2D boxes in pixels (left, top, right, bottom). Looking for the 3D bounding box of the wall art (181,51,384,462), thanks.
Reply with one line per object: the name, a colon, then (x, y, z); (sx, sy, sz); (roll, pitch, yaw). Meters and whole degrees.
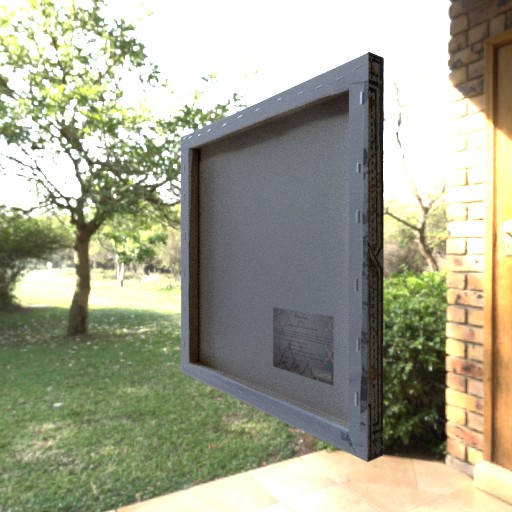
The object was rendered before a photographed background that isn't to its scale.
wall art: (0.000, 0.000, 0.908); (0.036, 0.607, 0.609); (0, 1, -36)
